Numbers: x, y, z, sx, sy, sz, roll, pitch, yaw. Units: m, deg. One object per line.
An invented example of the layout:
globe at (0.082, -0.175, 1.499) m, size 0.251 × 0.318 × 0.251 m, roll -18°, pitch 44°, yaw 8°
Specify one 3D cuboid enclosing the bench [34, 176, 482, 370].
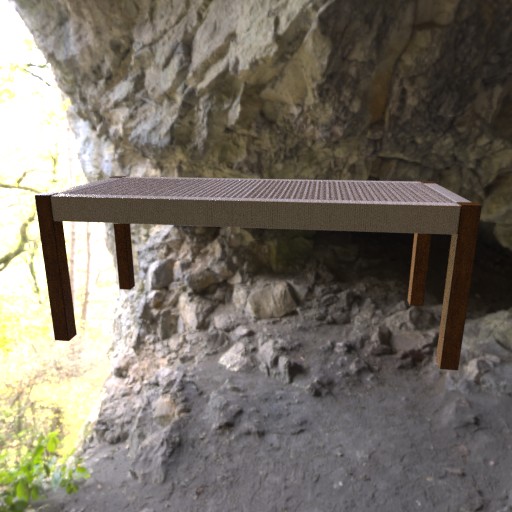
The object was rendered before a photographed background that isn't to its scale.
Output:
bench at (0.000, 0.000, 1.477) m, size 1.198 × 0.457 × 0.507 m, roll 2°, pitch 16°, yaw 8°
